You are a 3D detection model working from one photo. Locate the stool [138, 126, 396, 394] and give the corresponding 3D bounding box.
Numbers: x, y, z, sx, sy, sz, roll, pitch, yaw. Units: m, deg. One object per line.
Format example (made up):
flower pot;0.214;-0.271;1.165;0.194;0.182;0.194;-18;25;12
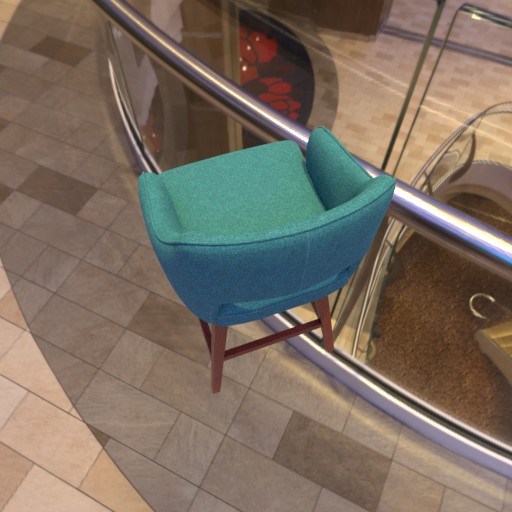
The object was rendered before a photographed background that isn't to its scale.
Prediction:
stool;0.000;0.000;1.309;0.548;0.961;0.556;-17;59;-11
